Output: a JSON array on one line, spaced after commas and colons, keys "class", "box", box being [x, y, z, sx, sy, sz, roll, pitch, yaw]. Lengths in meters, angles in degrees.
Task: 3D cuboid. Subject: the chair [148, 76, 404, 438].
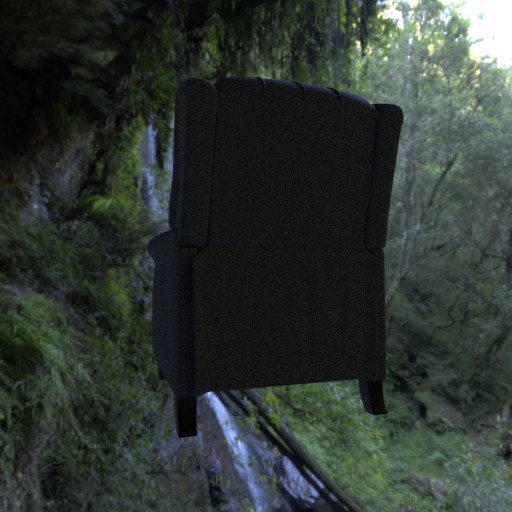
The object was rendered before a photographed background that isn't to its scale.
[{"class": "chair", "box": [0.000, 0.000, 1.653, 0.742, 1.035, 0.898, 1, -2, -18]}]
